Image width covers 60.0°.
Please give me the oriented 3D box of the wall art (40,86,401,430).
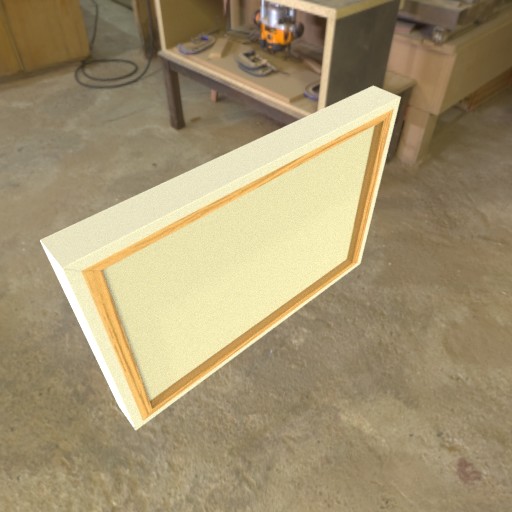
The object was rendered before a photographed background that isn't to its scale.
[{"bbox_3d":[0.000,0.000,0.489,0.381,0.259,0.038,-32,53,-28],"label":"wall art"}]
